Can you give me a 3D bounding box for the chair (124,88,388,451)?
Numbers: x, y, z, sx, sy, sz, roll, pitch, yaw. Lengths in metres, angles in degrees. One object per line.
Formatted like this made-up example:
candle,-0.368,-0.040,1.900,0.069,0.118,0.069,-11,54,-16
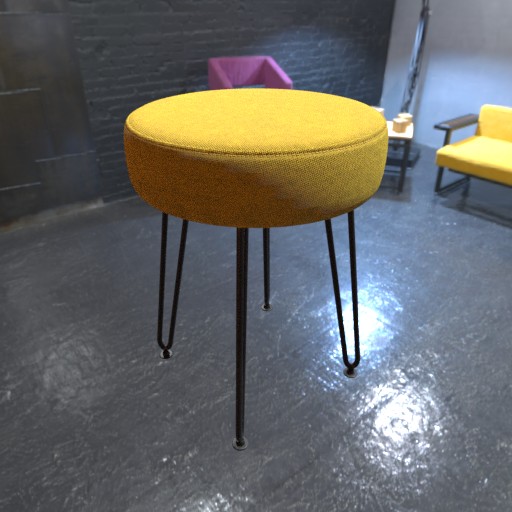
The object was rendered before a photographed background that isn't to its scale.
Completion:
chair,0.000,0.000,0.692,0.345,0.455,0.345,-21,36,-31
